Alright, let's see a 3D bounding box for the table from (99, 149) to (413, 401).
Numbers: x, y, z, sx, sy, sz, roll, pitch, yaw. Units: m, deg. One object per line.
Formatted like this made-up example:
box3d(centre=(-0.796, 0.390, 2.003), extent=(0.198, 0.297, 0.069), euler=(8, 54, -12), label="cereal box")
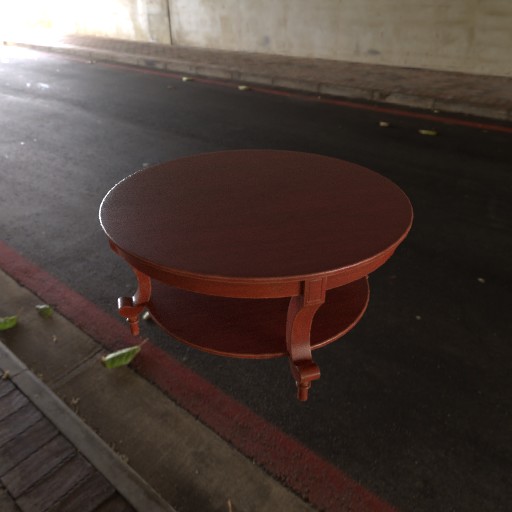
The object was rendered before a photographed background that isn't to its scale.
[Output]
box3d(centre=(0.000, 0.000, 1.634), extent=(1.029, 0.486, 1.029), euler=(0, 31, 0), label="table")
